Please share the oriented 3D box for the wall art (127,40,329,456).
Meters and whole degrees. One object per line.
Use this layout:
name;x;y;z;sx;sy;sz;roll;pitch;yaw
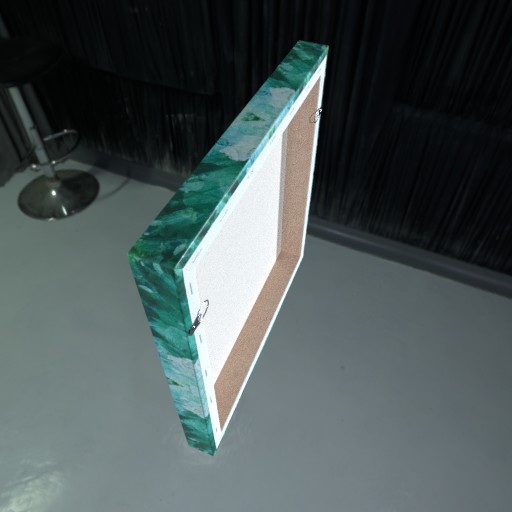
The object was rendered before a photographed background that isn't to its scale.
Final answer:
wall art;0.000;0.000;0.460;0.033;0.313;0.313;17;50;14
